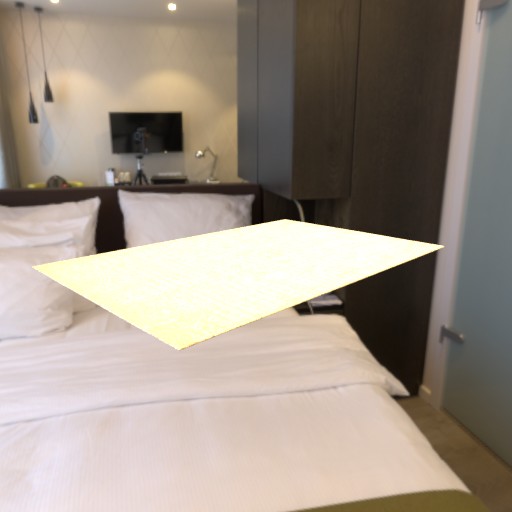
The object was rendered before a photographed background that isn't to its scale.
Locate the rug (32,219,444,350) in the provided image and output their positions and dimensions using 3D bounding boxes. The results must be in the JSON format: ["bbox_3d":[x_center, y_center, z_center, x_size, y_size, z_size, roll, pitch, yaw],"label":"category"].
[{"bbox_3d":[0.000,0.000,2.328,1.827,0.007,1.211,-14,20,-43],"label":"rug"}]
